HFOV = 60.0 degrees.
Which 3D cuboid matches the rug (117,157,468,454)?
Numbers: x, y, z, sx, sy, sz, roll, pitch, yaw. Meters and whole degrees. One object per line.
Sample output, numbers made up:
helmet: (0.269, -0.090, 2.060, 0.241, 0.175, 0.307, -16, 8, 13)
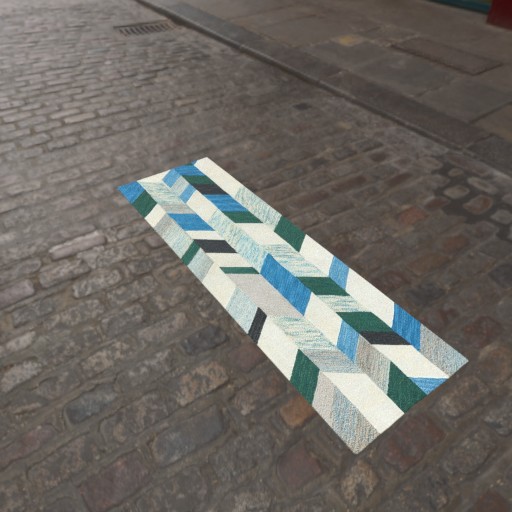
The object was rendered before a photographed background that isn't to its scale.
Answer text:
rug: (0.000, 0.000, 2.688, 0.774, 0.008, 2.437, -25, 47, -26)
